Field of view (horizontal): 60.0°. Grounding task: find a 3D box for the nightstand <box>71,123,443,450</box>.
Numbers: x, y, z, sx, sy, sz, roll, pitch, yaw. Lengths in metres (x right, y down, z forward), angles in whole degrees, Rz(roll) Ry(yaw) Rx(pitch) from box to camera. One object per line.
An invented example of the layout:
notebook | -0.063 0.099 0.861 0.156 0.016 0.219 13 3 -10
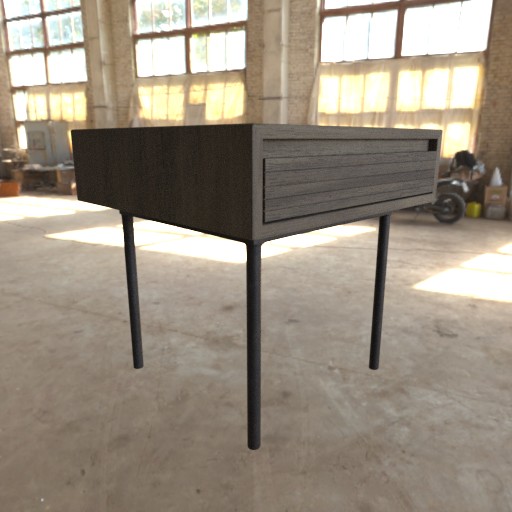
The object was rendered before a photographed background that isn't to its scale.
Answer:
nightstand | 0.000 0.000 0.905 0.502 0.497 0.503 -14 20 -43
